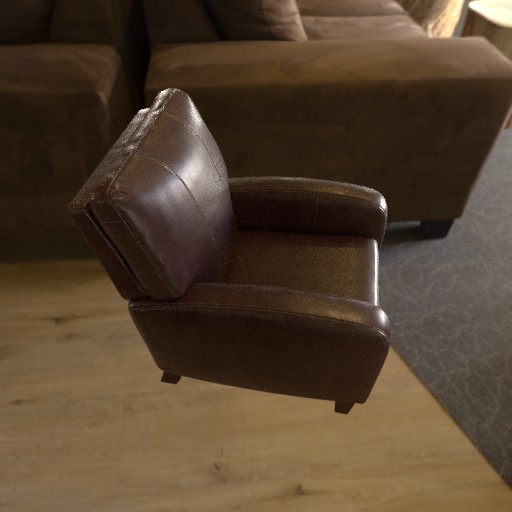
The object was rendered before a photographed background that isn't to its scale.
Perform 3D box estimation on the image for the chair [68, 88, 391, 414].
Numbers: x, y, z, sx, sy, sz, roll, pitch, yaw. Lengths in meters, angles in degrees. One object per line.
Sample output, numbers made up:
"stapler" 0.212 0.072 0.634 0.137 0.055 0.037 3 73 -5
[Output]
"chair" 0.000 0.000 1.682 0.990 0.990 0.762 8 47 7
